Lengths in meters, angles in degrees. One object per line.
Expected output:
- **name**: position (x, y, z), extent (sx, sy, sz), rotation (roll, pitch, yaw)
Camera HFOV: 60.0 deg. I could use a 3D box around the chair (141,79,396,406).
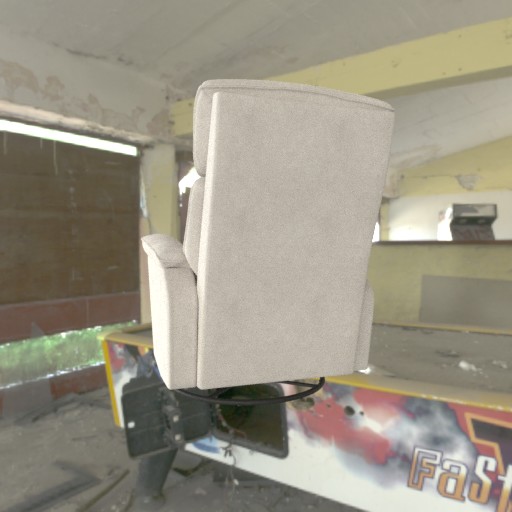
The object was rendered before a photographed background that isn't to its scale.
- **chair**: position (0.000, 0.000, 1.734), extent (0.820, 1.039, 1.001), rotation (0, 1, -19)
